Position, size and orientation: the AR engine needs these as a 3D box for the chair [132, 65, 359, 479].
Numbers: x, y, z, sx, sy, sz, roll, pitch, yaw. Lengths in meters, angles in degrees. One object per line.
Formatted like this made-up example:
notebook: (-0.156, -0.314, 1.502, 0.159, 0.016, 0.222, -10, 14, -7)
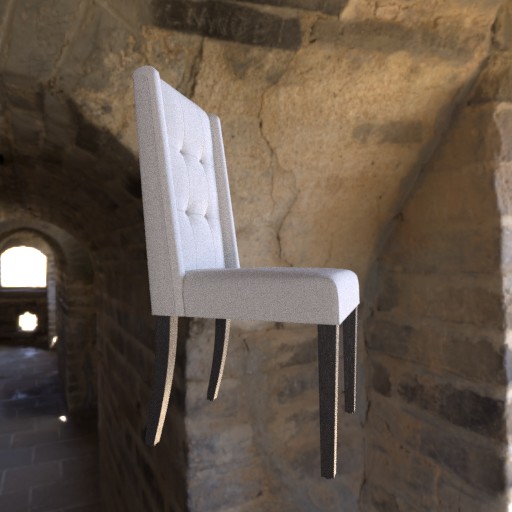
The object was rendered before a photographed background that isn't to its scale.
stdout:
chair: (0.000, 0.000, 1.235, 0.523, 0.961, 0.474, 0, 0, 18)
